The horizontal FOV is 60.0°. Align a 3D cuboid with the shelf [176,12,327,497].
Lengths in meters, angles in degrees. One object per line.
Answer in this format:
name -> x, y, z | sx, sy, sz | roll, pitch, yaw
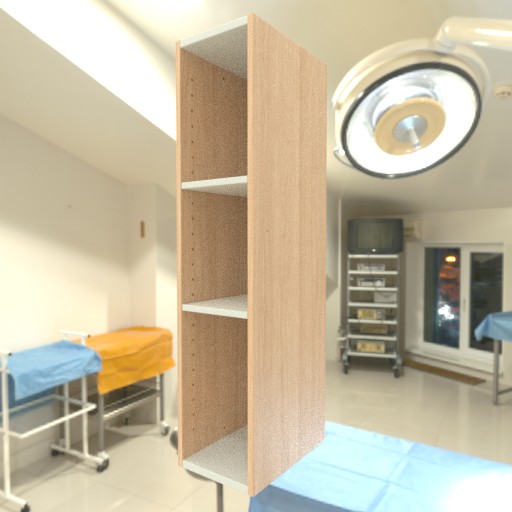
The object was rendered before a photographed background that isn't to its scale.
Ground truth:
shelf -> 0.000, 0.000, 0.980 | 0.197, 0.882, 0.290 | 1, 2, 36
